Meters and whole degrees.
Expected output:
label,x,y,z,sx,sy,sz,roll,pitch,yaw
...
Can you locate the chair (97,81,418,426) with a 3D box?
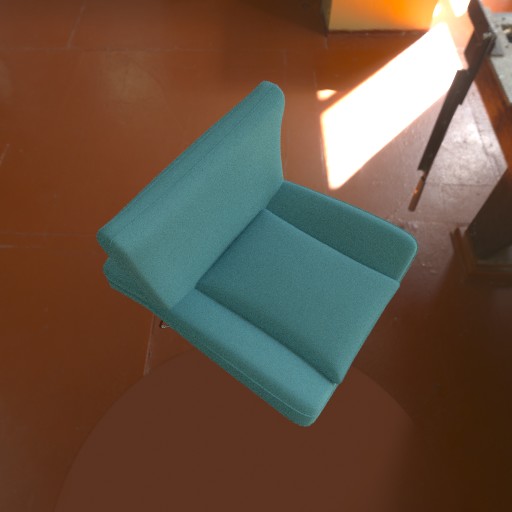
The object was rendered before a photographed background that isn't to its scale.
label,x,y,z,sx,sy,sz,roll,pitch,yaw
chair,0.000,0.000,1.690,1.008,0.855,0.859,31,63,18
